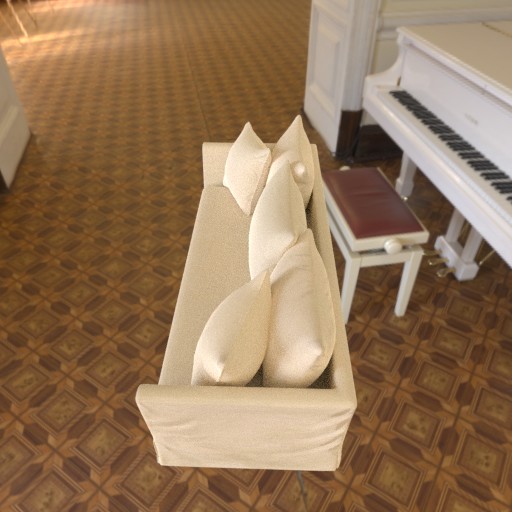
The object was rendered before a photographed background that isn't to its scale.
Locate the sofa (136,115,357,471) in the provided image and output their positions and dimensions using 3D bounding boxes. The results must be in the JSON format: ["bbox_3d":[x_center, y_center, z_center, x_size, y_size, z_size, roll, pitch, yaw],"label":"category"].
[{"bbox_3d":[0.000,0.000,3.007,1.030,1.042,2.484,1,41,1],"label":"sofa"}]
